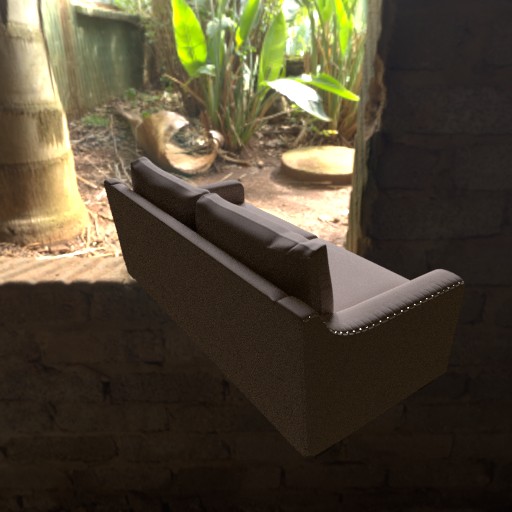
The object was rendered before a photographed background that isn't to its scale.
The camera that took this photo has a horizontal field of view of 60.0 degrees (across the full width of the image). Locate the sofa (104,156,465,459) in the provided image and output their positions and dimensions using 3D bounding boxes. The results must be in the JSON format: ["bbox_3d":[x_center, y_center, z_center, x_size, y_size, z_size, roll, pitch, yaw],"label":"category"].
[{"bbox_3d":[0.000,0.000,2.525,1.030,0.901,1.967,-17,31,-31],"label":"sofa"}]
